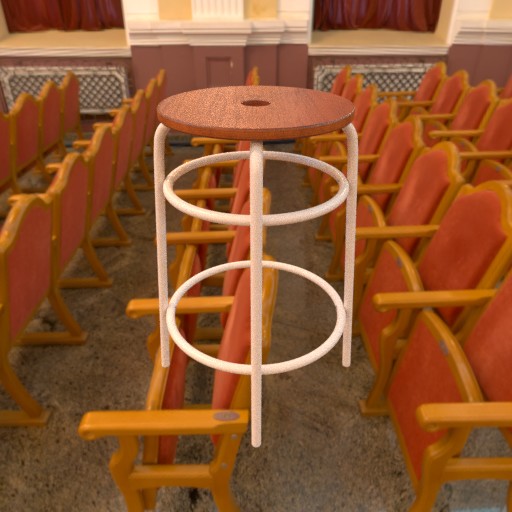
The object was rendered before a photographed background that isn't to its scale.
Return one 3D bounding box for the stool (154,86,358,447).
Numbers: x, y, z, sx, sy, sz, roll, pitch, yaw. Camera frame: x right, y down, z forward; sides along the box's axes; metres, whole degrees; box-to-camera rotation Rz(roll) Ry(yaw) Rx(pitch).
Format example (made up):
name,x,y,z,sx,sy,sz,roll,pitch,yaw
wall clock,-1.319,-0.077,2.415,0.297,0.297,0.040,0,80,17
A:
name,x,y,z,sx,sy,sz,roll,pitch,yaw
stool,0.000,0.000,0.915,0.455,0.610,0.455,0,31,0
